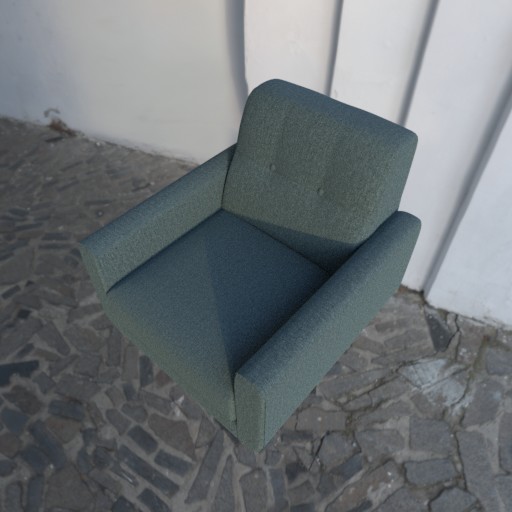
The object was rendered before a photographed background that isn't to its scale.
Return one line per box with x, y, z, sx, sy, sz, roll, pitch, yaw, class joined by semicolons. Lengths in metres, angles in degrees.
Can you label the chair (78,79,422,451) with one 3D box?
0.000;0.000;1.701;0.880;0.940;0.964;33;55;27;chair
